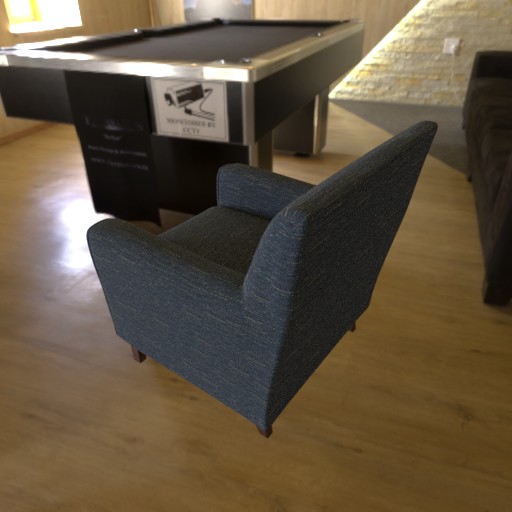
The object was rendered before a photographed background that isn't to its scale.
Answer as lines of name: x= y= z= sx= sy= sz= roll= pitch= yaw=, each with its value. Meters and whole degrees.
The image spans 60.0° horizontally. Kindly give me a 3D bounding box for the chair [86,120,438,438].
chair: x=0.000 y=0.000 z=1.621 sx=0.873 sy=0.928 sz=0.864 roll=21 pitch=38 yaw=30
